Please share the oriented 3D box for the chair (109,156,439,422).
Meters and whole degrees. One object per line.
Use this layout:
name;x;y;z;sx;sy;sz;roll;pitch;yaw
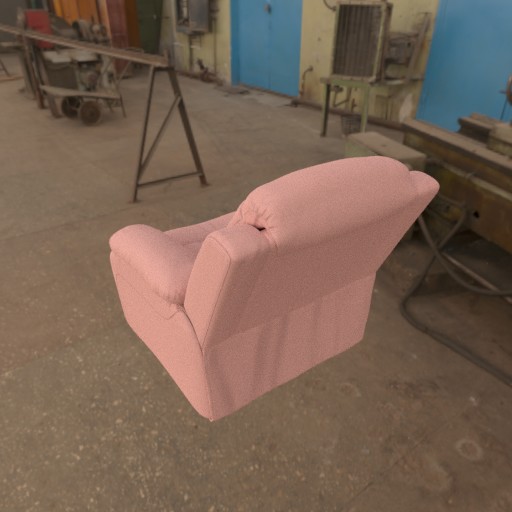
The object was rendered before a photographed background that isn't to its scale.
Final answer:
chair;0.000;0.000;1.283;0.680;0.702;0.709;-20;36;-29
